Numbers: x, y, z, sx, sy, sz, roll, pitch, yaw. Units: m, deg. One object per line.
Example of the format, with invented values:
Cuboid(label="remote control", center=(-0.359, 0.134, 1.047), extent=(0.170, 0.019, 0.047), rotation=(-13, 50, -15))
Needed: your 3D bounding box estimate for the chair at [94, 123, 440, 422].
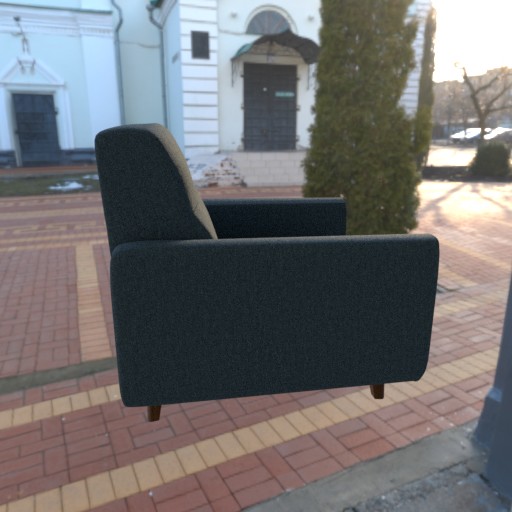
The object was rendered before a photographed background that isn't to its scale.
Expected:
Cuboid(label="chair", center=(0.000, 0.000, 1.639), extent=(0.964, 0.940, 0.880), rotation=(-3, 16, -9))
